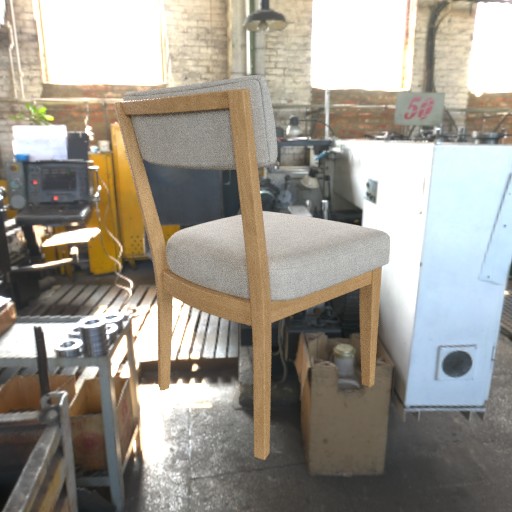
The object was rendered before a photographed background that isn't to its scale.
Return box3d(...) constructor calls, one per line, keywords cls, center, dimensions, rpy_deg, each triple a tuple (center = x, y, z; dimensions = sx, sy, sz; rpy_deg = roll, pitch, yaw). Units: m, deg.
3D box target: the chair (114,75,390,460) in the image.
box3d(cls="chair", center=(0.000, 0.000, 1.195), dimensions=(0.572, 0.832, 0.508), rpy_deg=(-15, 21, -43))
